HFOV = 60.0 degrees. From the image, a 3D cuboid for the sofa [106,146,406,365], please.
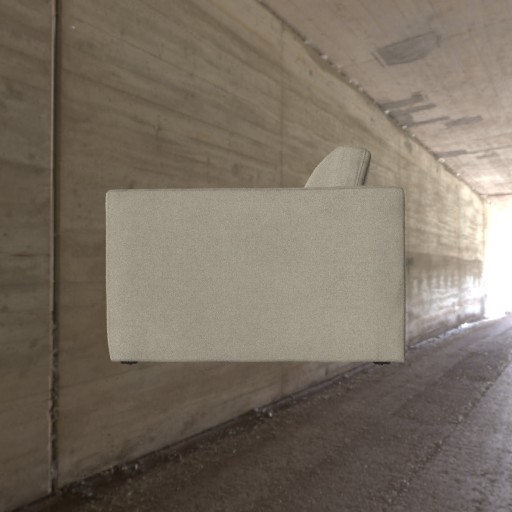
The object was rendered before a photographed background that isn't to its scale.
[{"bbox_3d":[0.000,0.000,2.525,1.091,0.839,1.905,0,-1,0],"label":"sofa"}]
